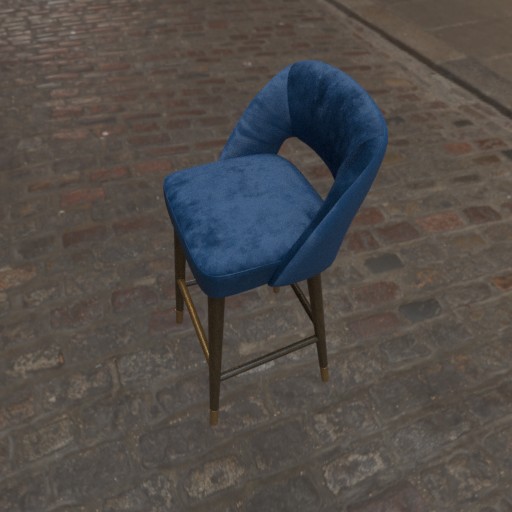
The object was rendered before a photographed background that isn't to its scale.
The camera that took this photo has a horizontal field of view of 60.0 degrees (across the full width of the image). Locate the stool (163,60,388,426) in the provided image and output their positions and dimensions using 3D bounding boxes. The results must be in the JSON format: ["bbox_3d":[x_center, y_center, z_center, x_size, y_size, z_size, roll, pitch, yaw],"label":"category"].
[{"bbox_3d":[0.000,0.000,1.338,0.515,1.016,0.514,-16,49,-15],"label":"stool"}]
